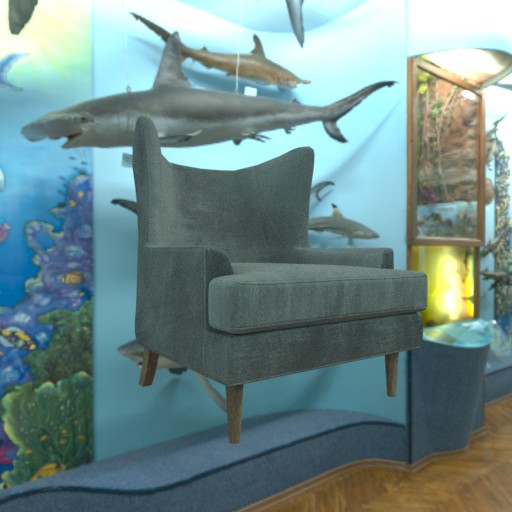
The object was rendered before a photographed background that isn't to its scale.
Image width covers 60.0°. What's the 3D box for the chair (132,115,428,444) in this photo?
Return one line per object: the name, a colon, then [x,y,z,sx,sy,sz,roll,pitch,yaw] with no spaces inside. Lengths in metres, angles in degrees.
chair: [0.000,0.000,1.605,0.784,0.950,0.906,0,0,-35]
